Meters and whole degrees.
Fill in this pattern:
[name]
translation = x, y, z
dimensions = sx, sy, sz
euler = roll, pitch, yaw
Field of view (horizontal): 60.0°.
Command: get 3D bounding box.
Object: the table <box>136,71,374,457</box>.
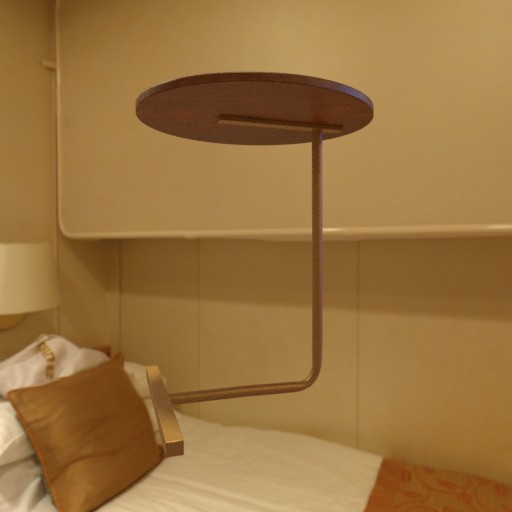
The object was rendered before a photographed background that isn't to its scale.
[table]
translation = 0.000, 0.000, 1.108
dimensions = 0.577, 0.706, 0.530
euler = 0, 1, -18
